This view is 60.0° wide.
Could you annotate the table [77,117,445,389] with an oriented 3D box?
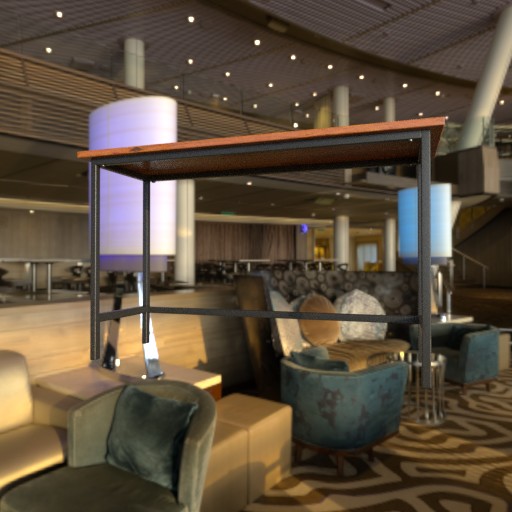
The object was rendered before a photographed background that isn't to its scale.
[{"bbox_3d":[0.000,0.000,1.569,1.204,0.740,0.408,0,-1,19],"label":"table"}]
